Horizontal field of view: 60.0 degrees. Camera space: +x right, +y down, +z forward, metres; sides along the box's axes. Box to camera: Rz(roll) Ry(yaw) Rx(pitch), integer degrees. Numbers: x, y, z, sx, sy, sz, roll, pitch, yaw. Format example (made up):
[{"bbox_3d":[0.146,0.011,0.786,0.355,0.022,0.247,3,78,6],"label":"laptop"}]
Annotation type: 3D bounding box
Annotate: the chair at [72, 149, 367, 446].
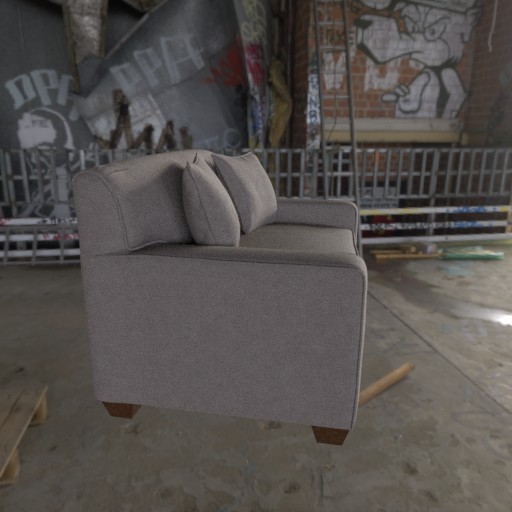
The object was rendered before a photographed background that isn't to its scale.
[{"bbox_3d":[0.000,0.000,2.078,0.992,0.953,1.395,3,16,11],"label":"chair"}]
